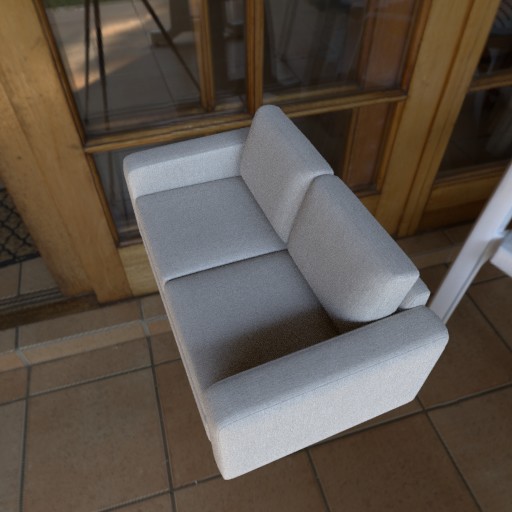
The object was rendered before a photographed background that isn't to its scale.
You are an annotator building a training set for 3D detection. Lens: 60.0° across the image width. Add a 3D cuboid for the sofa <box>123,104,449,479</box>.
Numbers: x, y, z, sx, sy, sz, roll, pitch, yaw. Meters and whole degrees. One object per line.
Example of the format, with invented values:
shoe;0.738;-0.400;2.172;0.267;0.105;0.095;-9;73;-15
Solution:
sofa;0.000;0.000;2.042;0.900;0.800;1.540;-17;50;-15
